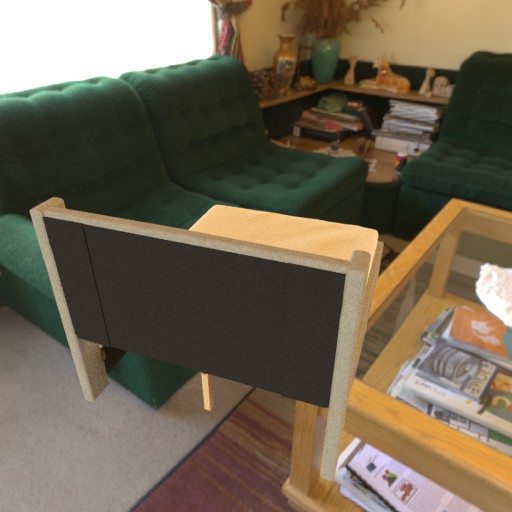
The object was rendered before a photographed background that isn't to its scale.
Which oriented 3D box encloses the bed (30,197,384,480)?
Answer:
[{"bbox_3d":[0.000,0.000,3.369,1.774,1.491,2.222,11,33,17],"label":"bed"}]
